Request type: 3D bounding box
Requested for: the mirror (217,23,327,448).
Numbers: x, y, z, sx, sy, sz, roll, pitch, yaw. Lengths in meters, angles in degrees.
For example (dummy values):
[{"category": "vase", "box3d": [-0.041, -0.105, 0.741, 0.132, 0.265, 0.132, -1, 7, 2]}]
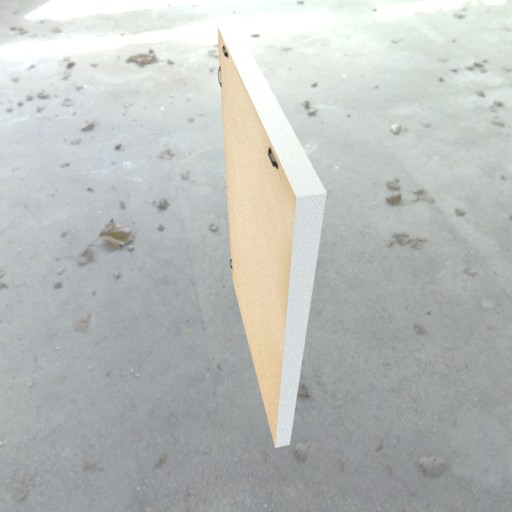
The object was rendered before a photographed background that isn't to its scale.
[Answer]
[{"category": "mirror", "box3d": [0.000, 0.000, 0.896, 0.039, 0.710, 0.507, -9, 47, -9]}]
